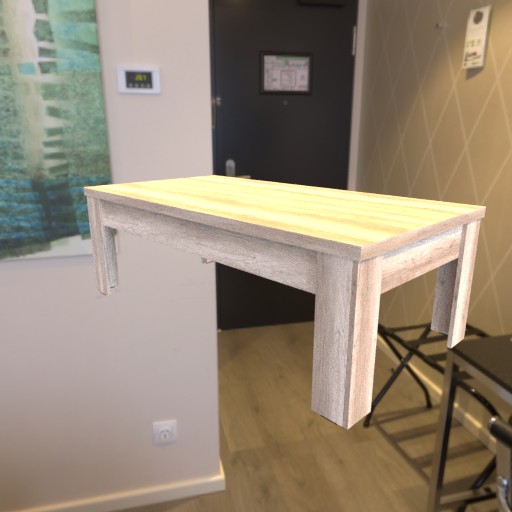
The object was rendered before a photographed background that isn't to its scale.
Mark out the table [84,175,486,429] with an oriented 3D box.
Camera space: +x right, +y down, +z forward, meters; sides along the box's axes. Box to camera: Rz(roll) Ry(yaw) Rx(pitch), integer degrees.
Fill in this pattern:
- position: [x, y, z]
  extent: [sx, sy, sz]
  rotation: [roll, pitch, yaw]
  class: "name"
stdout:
- position: [0.000, 0.000, 1.685]
  extent: [0.700, 0.460, 1.350]
  rotation: [-15, 22, -42]
  class: "table"
